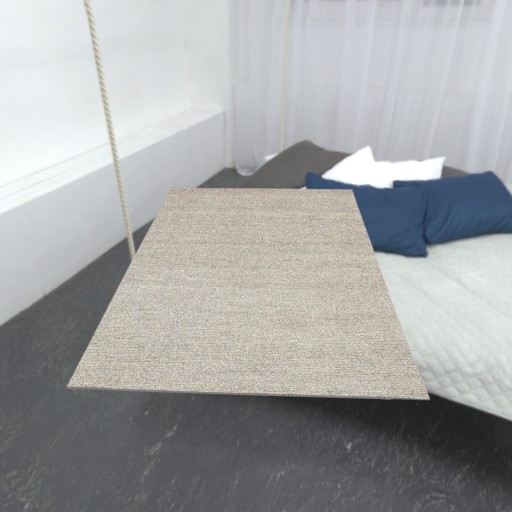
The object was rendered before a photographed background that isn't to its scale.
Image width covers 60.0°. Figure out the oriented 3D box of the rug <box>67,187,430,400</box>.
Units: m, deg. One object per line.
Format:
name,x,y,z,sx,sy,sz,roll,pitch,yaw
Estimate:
rug,0.000,0.000,2.943,1.609,0.030,2.342,1,31,2
